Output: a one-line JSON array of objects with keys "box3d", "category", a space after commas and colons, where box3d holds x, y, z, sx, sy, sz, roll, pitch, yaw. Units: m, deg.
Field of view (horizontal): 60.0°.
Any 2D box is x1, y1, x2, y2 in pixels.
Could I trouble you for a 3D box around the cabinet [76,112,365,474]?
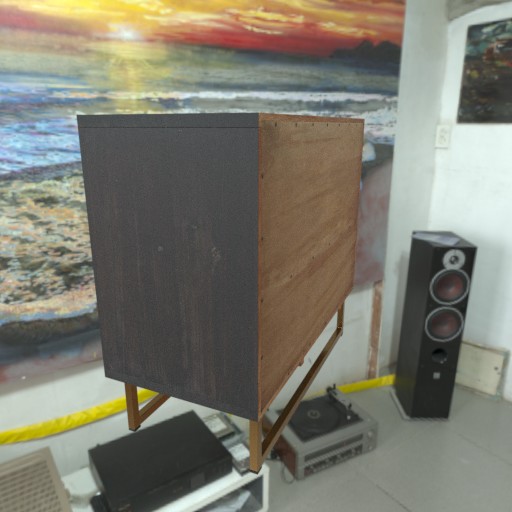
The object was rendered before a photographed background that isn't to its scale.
[{"box3d": [0.000, 0.000, 1.440, 0.451, 0.860, 0.950, 7, 18, 24], "category": "cabinet"}]
